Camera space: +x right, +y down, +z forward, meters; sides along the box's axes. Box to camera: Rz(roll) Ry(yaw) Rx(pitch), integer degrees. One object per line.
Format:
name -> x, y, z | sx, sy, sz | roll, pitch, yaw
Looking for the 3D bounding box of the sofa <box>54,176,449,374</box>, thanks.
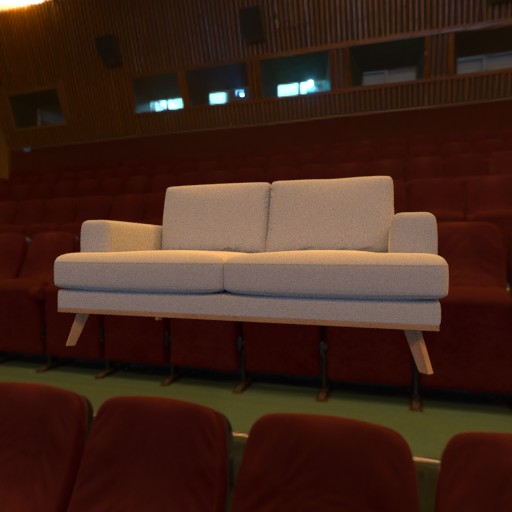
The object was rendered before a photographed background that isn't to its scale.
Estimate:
sofa -> 0.000, 0.000, 2.162 | 1.651, 0.810, 0.915 | 0, 1, 18
